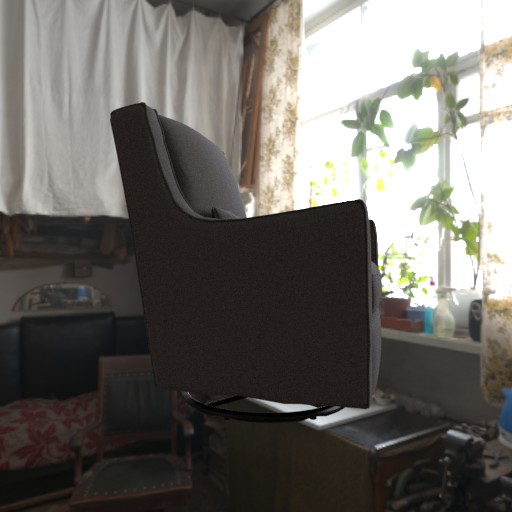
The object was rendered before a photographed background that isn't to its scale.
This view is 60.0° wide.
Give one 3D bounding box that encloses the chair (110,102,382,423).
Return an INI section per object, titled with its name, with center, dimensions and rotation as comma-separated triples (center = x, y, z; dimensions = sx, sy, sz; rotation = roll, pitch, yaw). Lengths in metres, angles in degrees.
[chair]
center = 0.000, 0.000, 1.617
dimensions = 0.879, 0.993, 0.732
rotation = 0, 0, 17
